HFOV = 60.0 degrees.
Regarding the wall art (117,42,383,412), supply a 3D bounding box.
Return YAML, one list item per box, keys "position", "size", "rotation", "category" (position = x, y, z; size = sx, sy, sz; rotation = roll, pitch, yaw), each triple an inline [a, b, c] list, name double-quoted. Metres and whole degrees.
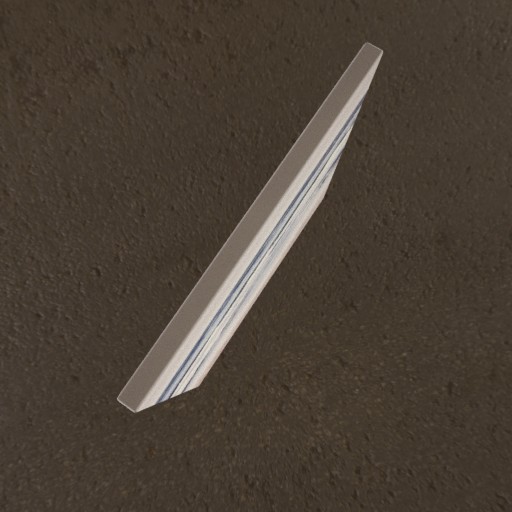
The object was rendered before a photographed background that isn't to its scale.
- position: [0.000, 0.000, 1.105]
  size: [0.065, 0.747, 0.755]
  rotation: [33, 79, 7]
  category: "wall art"
